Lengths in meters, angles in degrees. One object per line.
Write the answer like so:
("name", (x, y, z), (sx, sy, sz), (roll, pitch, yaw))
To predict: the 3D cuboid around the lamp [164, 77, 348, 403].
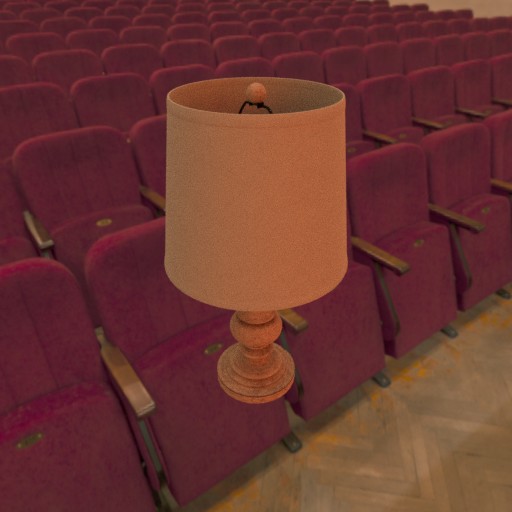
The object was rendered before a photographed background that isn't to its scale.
("lamp", (0.000, 0.000, 0.672), (0.273, 0.497, 0.273), (0, 32, 0))
